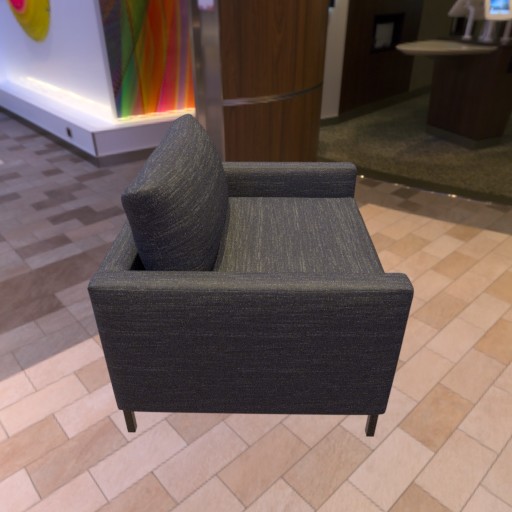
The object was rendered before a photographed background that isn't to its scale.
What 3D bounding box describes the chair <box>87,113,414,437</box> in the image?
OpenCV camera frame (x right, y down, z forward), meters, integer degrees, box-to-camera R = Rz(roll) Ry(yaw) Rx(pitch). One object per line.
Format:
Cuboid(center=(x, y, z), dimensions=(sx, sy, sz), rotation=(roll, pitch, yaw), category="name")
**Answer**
Cuboid(center=(0.000, 0.000, 1.624), dimensions=(0.866, 0.861, 0.963), rotation=(1, 32, 1), category="chair")
